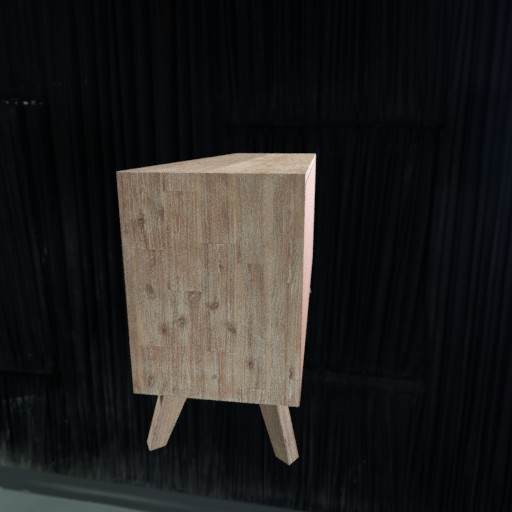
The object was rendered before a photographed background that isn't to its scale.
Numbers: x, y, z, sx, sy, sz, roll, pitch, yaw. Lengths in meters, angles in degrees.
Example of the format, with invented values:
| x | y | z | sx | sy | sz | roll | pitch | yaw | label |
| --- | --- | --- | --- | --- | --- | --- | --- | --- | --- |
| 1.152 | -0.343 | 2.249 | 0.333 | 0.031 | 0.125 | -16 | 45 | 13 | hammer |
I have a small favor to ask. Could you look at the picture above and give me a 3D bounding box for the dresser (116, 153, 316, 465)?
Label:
| x | y | z | sx | sy | sz | roll | pitch | yaw | label |
| --- | --- | --- | --- | --- | --- | --- | --- | --- | --- |
| 0.000 | 0.000 | 1.882 | 0.455 | 0.805 | 1.554 | 2 | 15 | 8 | dresser |
